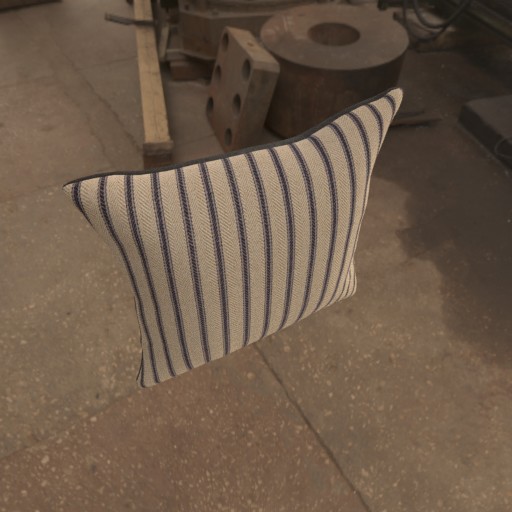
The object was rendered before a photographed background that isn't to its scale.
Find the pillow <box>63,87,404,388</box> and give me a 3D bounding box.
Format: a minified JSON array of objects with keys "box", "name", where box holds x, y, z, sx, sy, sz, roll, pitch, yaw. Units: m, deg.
[{"box":[0.000,0.000,0.695,0.468,0.444,0.138,-21,50,-19],"name":"pillow"}]
